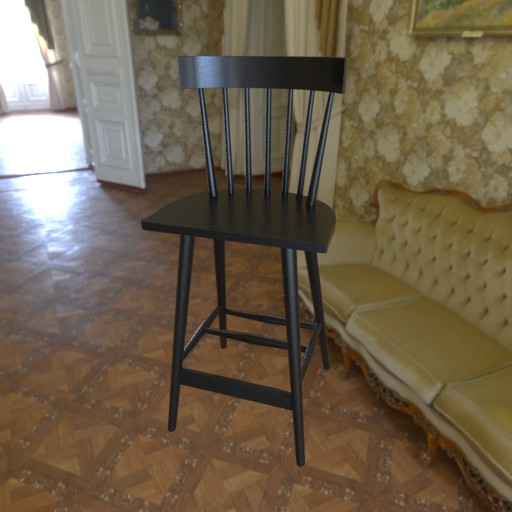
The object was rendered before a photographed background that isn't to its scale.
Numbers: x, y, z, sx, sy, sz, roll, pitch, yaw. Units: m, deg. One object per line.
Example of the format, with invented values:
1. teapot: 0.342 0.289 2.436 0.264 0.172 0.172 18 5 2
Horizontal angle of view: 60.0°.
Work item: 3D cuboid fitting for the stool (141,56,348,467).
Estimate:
1. stool: 0.000 0.000 1.333 0.482 1.092 0.483 8 26 16
